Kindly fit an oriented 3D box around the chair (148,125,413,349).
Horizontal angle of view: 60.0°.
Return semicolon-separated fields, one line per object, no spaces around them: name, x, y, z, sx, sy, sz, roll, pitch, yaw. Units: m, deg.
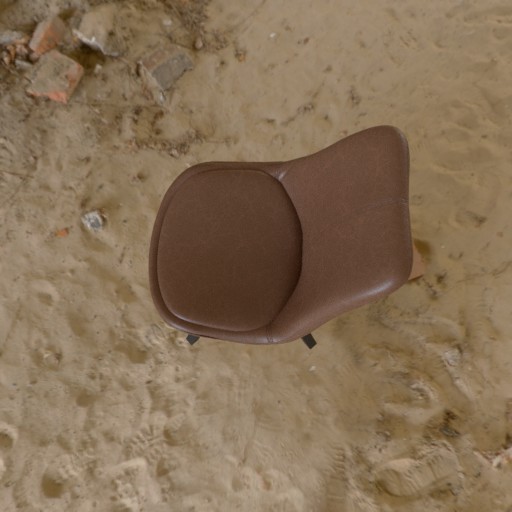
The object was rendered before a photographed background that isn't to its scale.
chair;0.000;0.000;1.179;0.550;0.850;0.475;3;75;1
